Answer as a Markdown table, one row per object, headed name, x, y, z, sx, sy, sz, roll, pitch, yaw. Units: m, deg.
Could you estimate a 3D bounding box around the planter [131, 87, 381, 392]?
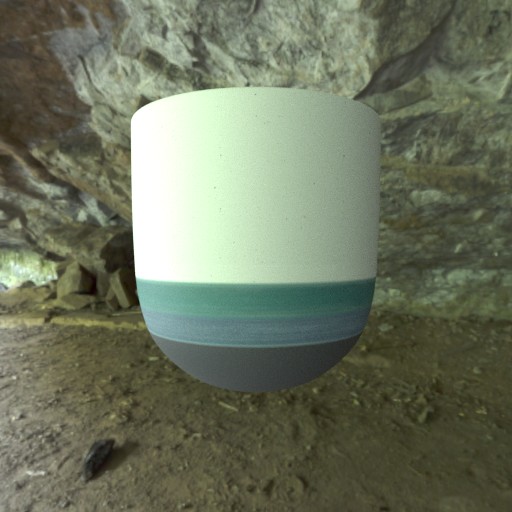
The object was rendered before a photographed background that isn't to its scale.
| name | x | y | z | sx | sy | sz | roll | pitch | yaw |
| --- | --- | --- | --- | --- | --- | --- | --- | --- | --- |
| planter | 0.000 | 0.000 | 0.377 | 0.204 | 0.214 | 0.204 | 0 | 1 | 0 |
